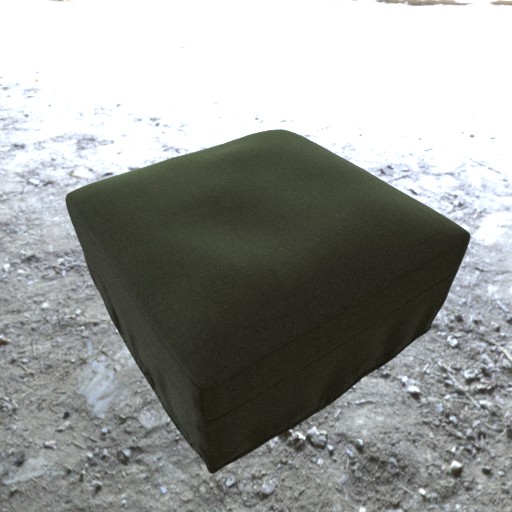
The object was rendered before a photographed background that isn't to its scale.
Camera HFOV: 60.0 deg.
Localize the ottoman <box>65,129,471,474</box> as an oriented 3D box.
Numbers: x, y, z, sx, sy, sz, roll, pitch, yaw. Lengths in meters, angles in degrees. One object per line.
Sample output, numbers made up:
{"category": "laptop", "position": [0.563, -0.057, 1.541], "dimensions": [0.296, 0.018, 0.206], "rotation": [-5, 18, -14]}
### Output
{"category": "ottoman", "position": [0.000, 0.000, 1.333], "dimensions": [0.843, 0.436, 0.840], "rotation": [-24, 46, -26]}
